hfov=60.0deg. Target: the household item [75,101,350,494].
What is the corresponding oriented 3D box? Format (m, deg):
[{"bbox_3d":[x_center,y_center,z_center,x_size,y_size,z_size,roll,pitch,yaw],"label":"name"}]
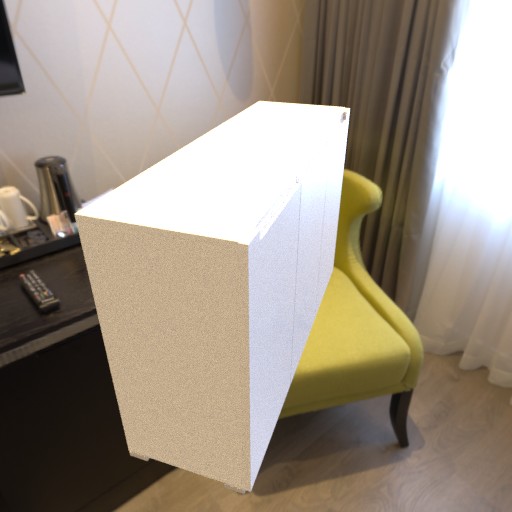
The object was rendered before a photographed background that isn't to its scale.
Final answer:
[{"bbox_3d":[0.000,0.000,1.695,0.420,0.867,1.300,10,32,16],"label":"household item"}]
